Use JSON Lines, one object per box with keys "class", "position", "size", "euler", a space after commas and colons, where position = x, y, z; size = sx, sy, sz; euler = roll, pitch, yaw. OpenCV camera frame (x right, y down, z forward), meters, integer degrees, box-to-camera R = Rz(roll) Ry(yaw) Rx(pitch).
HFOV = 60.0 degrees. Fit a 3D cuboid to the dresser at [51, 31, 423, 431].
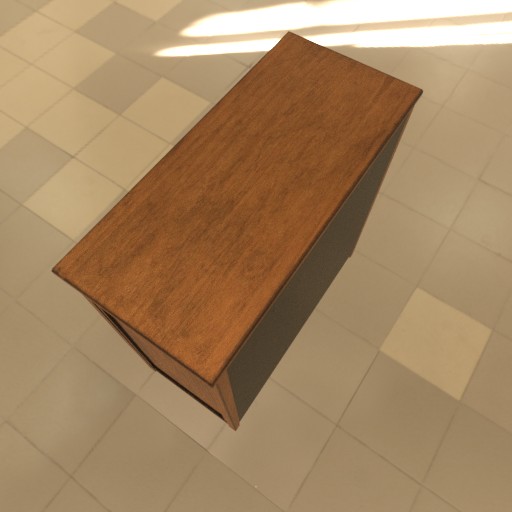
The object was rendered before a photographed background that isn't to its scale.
{"class": "dresser", "position": [0.000, 0.000, 1.953], "size": [0.591, 1.224, 1.250], "euler": [31, 67, 15]}
